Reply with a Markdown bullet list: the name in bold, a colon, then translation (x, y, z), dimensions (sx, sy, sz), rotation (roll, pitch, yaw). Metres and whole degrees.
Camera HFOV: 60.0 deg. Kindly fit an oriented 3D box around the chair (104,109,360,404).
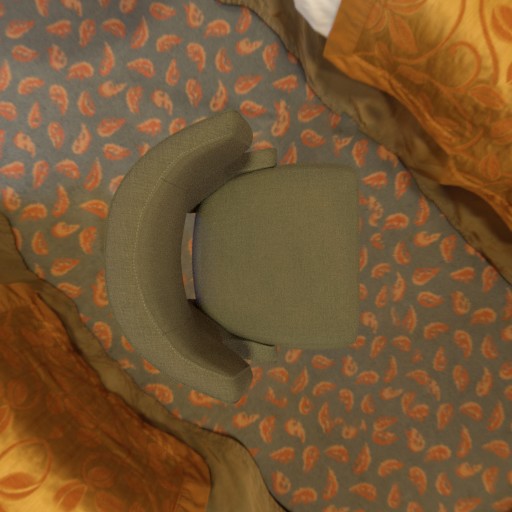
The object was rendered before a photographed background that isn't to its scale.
- **chair**: translation (0.000, 0.000, 1.245), dimensions (0.581, 0.863, 0.595), rotation (0, 90, -1)
